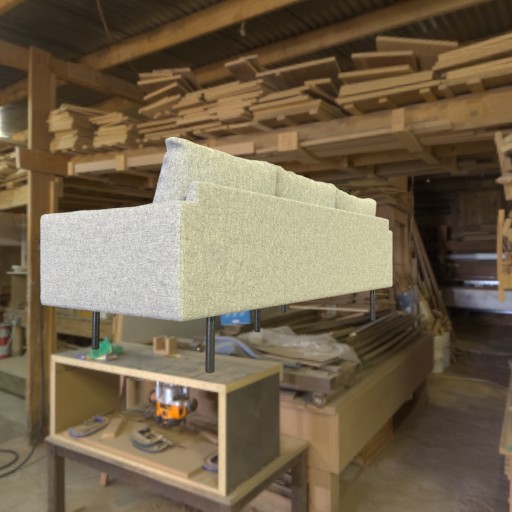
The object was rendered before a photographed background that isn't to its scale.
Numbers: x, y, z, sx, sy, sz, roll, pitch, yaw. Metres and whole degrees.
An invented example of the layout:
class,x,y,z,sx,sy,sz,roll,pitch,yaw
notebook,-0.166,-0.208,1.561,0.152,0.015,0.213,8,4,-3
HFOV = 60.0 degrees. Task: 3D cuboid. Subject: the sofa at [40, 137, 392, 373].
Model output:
class,x,y,z,sx,sy,sz,roll,pitch,yaw
sofa,0.000,0.000,2.425,0.850,0.830,2.000,0,0,36
